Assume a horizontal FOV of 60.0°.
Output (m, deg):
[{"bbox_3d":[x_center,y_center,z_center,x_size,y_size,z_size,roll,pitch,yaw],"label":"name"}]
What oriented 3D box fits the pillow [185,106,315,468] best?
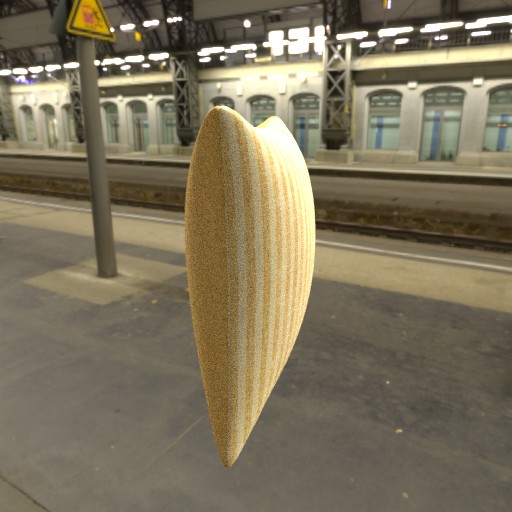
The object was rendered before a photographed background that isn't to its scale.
[{"bbox_3d":[0.000,0.000,0.660,0.173,0.407,0.419,3,16,9],"label":"pillow"}]
